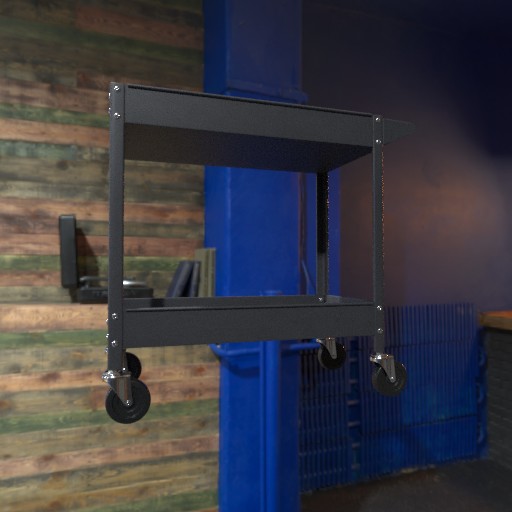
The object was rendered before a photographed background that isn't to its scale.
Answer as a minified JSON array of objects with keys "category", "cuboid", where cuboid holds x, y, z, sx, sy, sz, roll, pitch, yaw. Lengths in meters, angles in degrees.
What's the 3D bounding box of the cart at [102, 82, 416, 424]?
[{"category":"cart","cuboid":[0.000,0.000,1.204,0.779,0.719,0.366,1,-2,-18]}]
